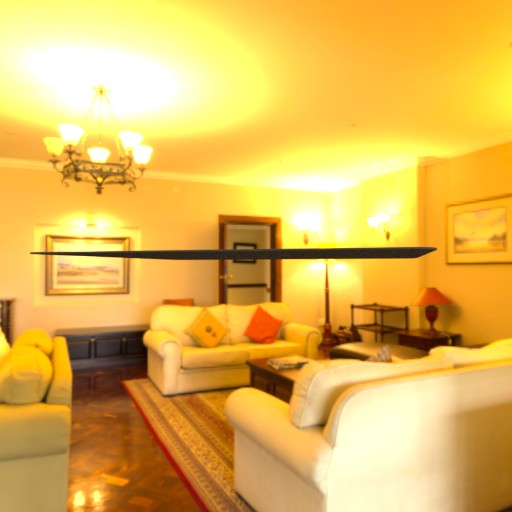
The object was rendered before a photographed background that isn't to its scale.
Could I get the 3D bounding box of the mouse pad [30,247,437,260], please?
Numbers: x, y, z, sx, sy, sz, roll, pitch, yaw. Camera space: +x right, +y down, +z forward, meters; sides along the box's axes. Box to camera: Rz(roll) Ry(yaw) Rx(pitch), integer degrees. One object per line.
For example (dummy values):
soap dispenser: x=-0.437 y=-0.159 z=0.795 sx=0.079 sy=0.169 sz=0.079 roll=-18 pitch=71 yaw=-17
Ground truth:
mouse pad: x=0.000 y=0.000 z=0.633 sx=0.451 sy=0.002 sz=0.393 roll=0 pitch=-2 yaw=17
